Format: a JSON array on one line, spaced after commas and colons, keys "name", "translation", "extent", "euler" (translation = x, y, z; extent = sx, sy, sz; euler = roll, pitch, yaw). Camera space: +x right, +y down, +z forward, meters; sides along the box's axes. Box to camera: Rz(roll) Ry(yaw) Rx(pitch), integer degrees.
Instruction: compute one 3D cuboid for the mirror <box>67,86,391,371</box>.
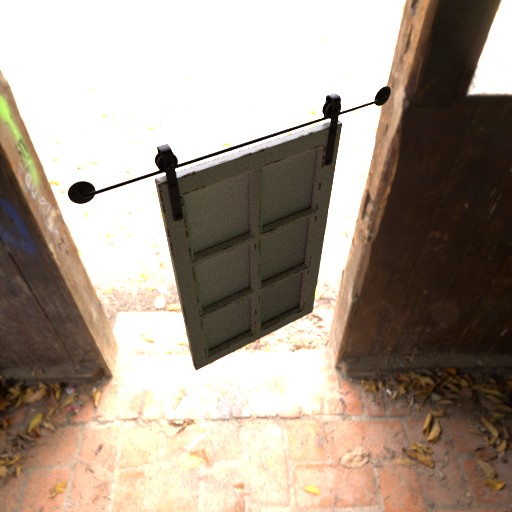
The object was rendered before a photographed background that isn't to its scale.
[{"name": "mirror", "translation": [0.000, 0.000, 1.241], "extent": [0.808, 0.844, 0.037], "euler": [-23, 51, -20]}]
